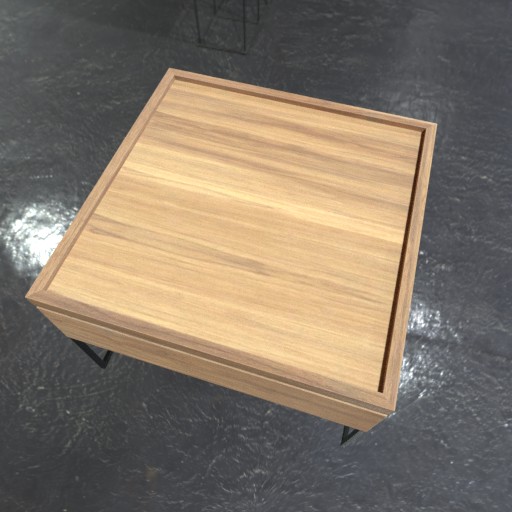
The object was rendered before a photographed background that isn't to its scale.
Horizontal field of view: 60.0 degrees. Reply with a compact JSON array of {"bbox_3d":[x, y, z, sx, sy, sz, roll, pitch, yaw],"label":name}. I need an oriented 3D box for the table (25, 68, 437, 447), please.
[{"bbox_3d":[0.000,0.000,1.123,0.679,0.464,0.676,15,61,9],"label":"table"}]
